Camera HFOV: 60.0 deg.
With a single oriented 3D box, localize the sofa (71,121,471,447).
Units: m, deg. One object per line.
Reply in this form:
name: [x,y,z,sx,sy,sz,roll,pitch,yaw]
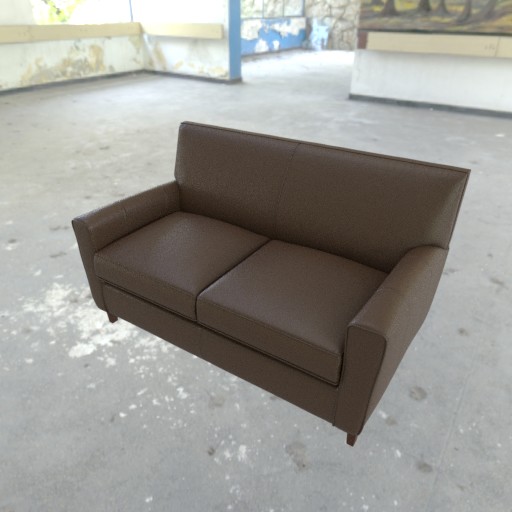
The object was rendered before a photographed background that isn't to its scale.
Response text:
sofa: [0.000,0.000,1.991,1.468,0.859,0.853,18,35,29]
